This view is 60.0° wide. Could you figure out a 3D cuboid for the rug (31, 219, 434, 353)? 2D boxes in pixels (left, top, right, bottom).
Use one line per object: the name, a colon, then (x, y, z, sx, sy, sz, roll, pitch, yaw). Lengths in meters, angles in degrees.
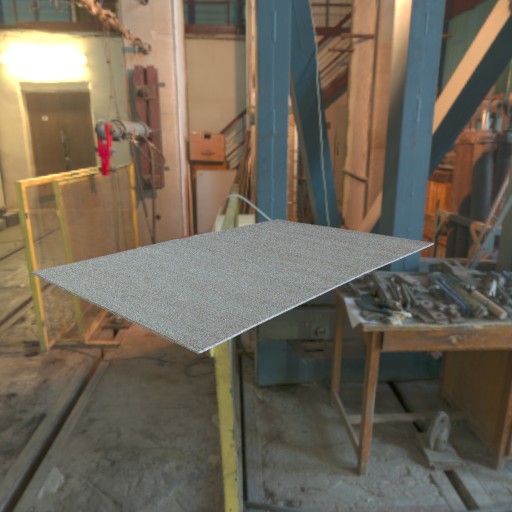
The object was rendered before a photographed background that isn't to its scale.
rug: (0.000, 0.000, 2.279, 1.154, 0.021, 1.792, 13, 20, 40)
